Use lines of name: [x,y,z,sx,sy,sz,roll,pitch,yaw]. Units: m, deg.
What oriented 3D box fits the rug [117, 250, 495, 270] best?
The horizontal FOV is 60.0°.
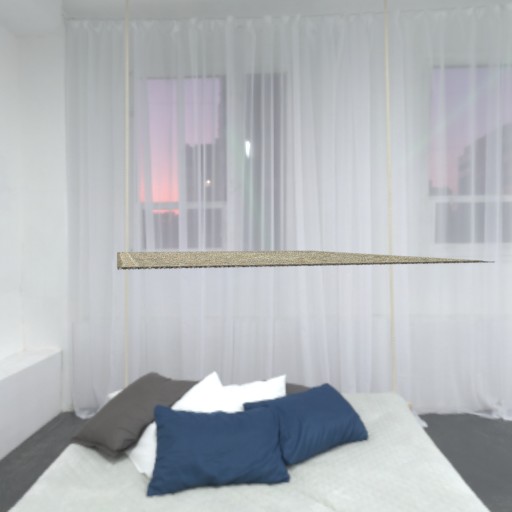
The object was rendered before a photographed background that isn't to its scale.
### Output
rug: [0.000,0.000,4.075,2.437,0.010,3.056,-1,2,-17]
